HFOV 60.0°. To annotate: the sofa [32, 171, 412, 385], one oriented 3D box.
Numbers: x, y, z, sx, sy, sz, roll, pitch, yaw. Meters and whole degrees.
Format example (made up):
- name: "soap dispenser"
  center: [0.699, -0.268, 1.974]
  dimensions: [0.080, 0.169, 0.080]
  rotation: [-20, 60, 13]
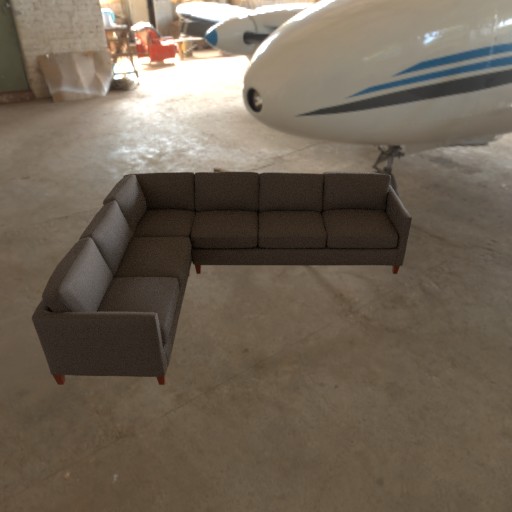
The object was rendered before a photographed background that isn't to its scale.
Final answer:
- name: "sofa"
  center: [0.000, 0.000, 4.415]
  dimensions: [3.302, 0.947, 2.593]
  rotation: [0, 32, 0]
